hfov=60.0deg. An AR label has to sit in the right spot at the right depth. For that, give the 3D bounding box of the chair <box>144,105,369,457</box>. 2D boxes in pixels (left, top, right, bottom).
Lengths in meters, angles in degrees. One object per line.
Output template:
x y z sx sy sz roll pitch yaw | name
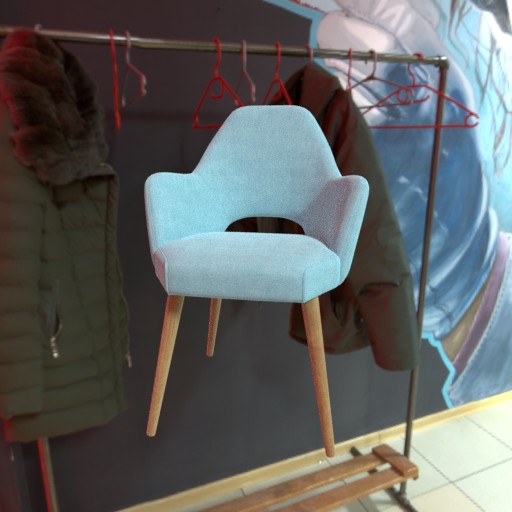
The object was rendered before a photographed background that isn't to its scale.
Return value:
0.000 0.000 1.257 0.590 0.840 0.610 3 16 9 | chair
